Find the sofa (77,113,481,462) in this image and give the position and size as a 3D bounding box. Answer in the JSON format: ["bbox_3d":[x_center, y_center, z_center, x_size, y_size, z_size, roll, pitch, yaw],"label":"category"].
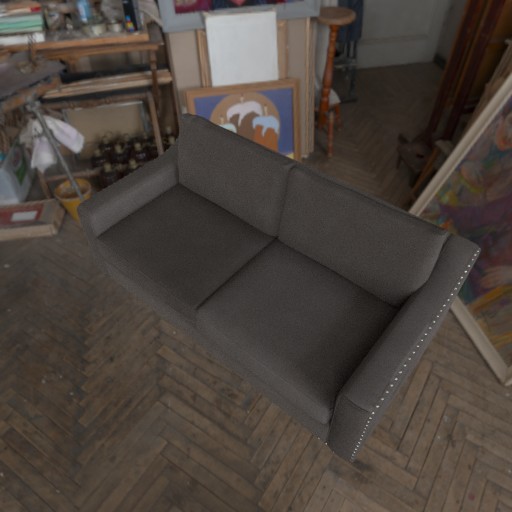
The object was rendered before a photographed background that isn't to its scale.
[{"bbox_3d":[0.000,0.000,3.241,2.550,1.196,1.336,31,54,26],"label":"sofa"}]
